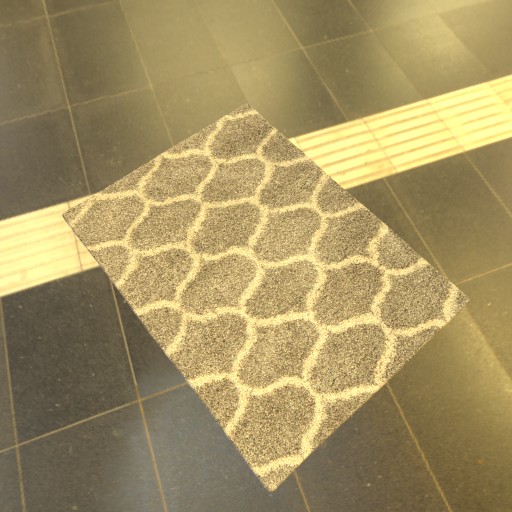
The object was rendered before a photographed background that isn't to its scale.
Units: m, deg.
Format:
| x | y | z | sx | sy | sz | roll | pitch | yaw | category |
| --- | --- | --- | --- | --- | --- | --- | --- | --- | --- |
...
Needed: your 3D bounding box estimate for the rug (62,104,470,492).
| x | y | z | sx | sy | sz | roll | pitch | yaw | category |
| --- | --- | --- | --- | --- | --- | --- | --- | --- | --- |
| 0.000 | 0.000 | 2.108 | 1.200 | 0.025 | 1.600 | -37 | 68 | -17 | rug |
